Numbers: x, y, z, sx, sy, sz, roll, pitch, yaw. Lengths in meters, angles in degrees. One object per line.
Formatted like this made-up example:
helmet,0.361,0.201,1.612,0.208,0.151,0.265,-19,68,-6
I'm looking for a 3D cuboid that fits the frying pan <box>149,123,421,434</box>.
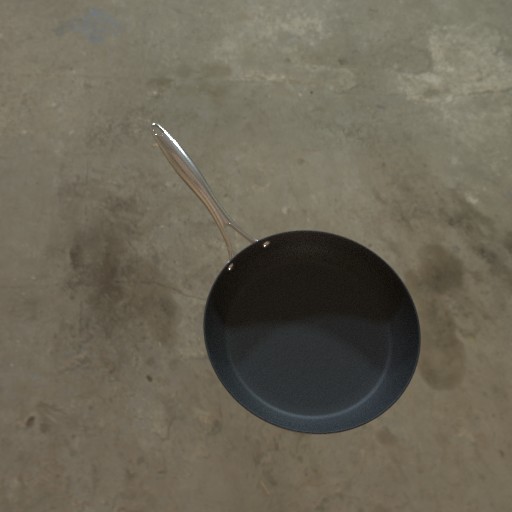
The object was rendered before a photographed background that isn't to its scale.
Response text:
frying pan,0.000,0.000,0.568,0.255,0.105,0.472,-33,65,-18
